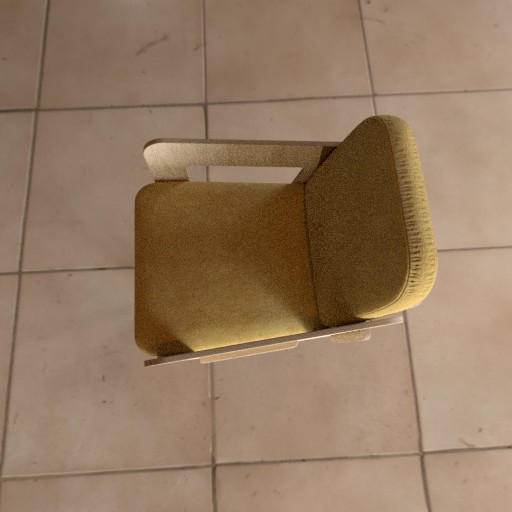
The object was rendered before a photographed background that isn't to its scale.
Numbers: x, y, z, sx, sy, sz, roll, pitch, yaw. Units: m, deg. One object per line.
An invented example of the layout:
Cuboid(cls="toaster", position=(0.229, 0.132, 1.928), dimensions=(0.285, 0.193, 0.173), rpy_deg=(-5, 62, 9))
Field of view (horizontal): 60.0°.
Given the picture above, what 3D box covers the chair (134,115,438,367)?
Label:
Cuboid(cls="chair", position=(0.000, 0.000, 1.277), dimensions=(0.710, 0.800, 0.590), rpy_deg=(-4, 74, -1))
